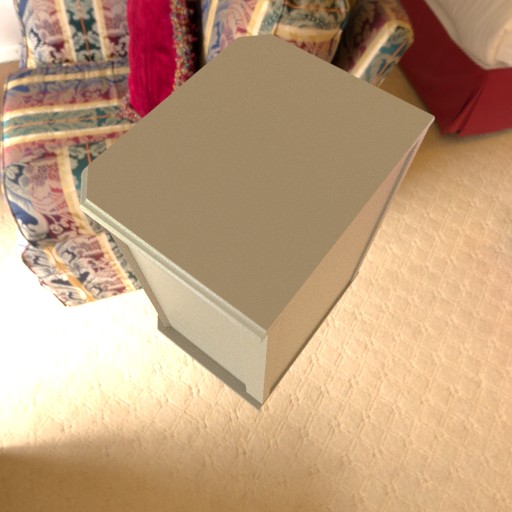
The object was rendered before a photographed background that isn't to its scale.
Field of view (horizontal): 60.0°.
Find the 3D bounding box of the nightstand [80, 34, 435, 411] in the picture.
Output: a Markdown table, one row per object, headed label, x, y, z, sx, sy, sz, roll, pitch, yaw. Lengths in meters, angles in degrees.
| label | x | y | z | sx | sy | sz | roll | pitch | yaw |
| --- | --- | --- | --- | --- | --- | --- | --- | --- | --- |
| nightstand | 0.000 | 0.000 | 0.929 | 0.348 | 0.680 | 0.435 | 34 | 68 | 16 |
